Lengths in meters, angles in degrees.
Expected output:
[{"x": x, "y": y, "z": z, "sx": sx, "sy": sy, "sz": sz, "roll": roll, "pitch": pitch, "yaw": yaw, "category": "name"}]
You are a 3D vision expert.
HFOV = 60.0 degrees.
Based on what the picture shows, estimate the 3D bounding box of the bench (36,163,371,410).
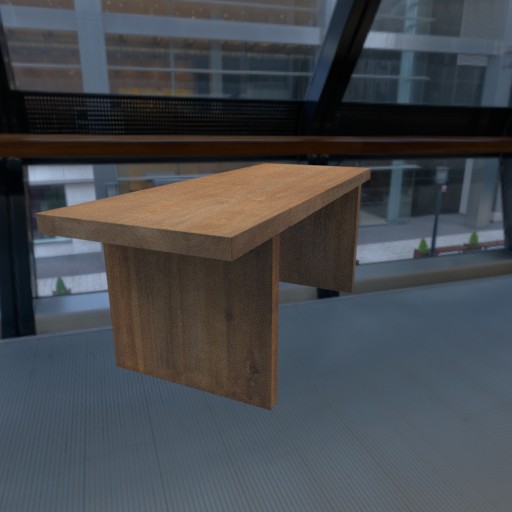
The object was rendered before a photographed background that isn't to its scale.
[{"x": 0.000, "y": 0.000, "z": 1.406, "sx": 0.458, "sy": 0.458, "sz": 1.183, "roll": 8, "pitch": 19, "yaw": 24, "category": "bench"}]
